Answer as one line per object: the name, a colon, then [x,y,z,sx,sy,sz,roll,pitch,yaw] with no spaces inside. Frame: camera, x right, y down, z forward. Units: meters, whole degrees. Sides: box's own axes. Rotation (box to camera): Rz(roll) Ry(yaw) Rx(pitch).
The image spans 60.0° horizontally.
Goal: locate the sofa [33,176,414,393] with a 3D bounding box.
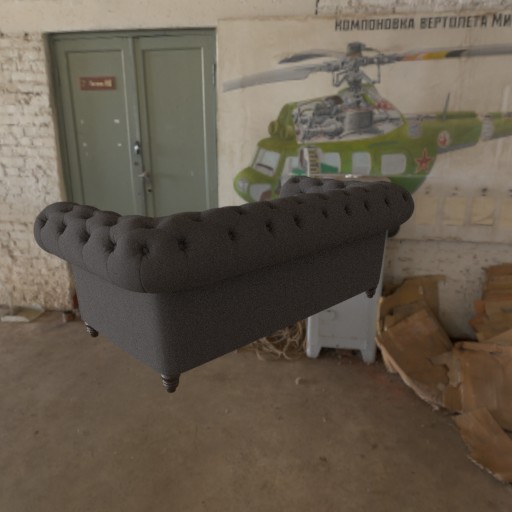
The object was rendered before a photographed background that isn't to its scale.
sofa: [0.000,0.000,2.473,1.998,0.764,0.986,-15,22,-42]
